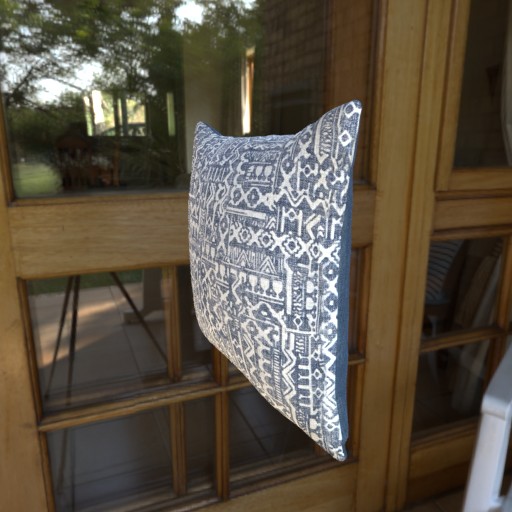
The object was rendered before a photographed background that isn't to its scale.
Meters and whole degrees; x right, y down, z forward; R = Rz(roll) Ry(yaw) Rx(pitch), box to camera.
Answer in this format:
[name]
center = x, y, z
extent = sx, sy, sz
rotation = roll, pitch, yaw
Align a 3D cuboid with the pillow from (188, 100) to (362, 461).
[pillow]
center = 0.000, 0.000, 0.793
extent = 0.180, 0.487, 0.546
rotation = -7, 16, -26
